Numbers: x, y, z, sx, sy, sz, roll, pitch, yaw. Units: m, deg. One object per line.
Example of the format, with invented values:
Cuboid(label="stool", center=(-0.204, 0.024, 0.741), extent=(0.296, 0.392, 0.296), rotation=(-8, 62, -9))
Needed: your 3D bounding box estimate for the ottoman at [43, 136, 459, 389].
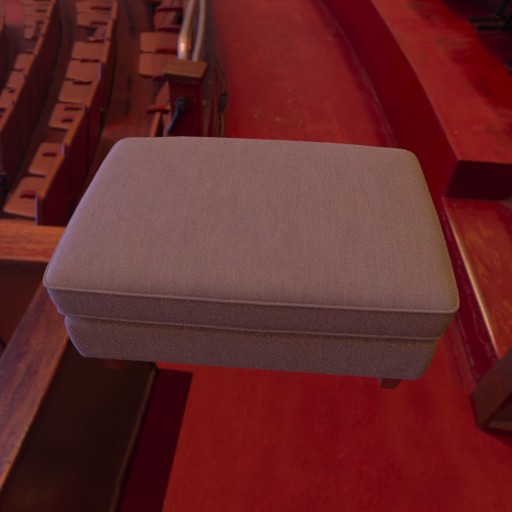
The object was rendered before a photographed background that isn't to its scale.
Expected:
Cuboid(label="ottoman", center=(0.000, 0.000, 1.300), extent=(0.941, 0.480, 0.636), rotation=(3, 46, 3))
